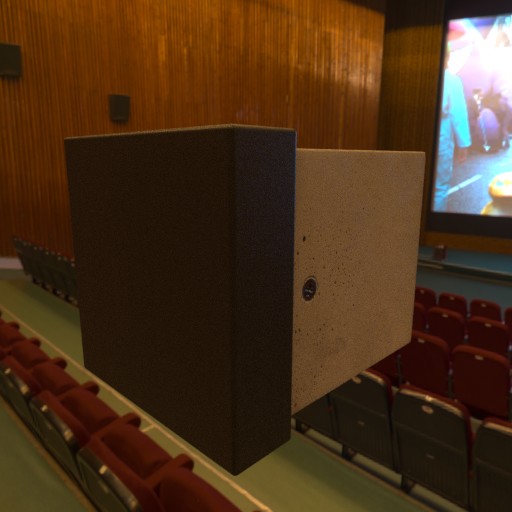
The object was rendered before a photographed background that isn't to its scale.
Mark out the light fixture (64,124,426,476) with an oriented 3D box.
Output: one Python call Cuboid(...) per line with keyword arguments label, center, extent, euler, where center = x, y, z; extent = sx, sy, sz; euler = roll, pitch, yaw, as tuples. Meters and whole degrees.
Cuboid(label="light fixture", center=(0.000, 0.000, 0.234), extent=(0.121, 0.121, 0.143), euler=(12, 17, 43))
